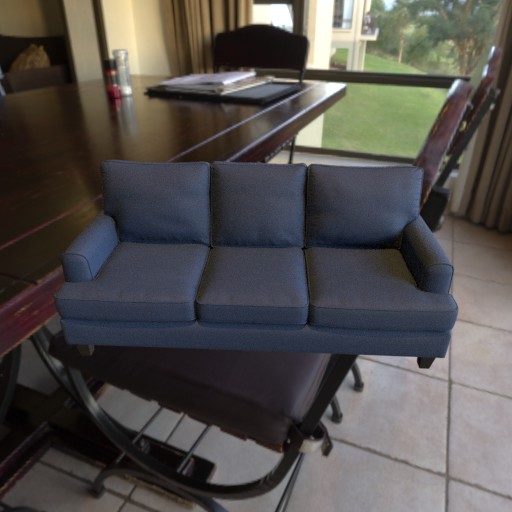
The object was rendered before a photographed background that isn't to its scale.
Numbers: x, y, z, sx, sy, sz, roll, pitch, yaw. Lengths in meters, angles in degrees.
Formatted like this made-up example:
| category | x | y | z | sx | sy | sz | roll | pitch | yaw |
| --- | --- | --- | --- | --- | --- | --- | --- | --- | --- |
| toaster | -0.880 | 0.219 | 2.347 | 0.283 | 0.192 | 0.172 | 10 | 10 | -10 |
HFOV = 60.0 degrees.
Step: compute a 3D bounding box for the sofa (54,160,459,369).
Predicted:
| category | x | y | z | sx | sy | sz | roll | pitch | yaw |
| --- | --- | --- | --- | --- | --- | --- | --- | --- | --- |
| sofa | 0.000 | 0.000 | 2.696 | 2.158 | 0.965 | 0.951 | 2 | 30 | 3 |
